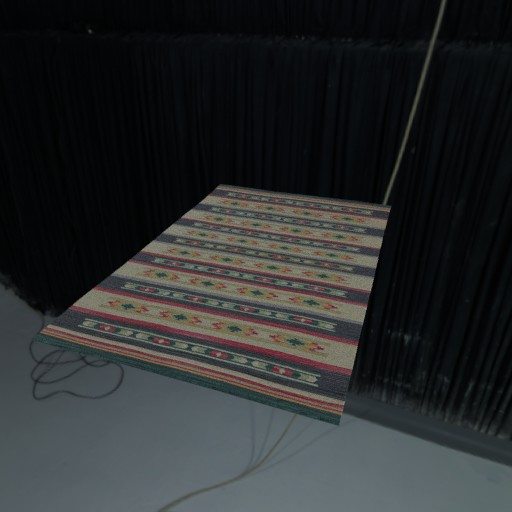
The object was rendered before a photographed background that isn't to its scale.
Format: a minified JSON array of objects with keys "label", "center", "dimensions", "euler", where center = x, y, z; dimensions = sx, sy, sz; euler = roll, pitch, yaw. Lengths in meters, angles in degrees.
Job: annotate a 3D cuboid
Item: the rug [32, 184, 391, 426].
[{"label":"rug","center":[0.000,0.000,2.901],"dimensions":[1.522,0.010,2.311],"euler":[10,31,17]}]
